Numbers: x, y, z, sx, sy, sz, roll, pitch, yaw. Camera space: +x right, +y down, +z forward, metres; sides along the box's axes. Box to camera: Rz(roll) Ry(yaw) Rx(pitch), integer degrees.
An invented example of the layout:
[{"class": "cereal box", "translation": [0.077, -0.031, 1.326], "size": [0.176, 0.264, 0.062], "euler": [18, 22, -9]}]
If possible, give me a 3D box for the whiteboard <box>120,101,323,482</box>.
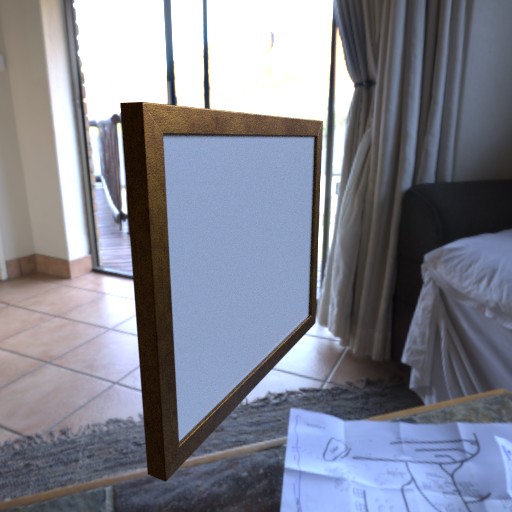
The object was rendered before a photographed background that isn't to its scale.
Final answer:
[{"class": "whiteboard", "translation": [0.000, 0.000, 0.752], "size": [0.029, 0.457, 0.561], "euler": [7, 17, 26]}]
